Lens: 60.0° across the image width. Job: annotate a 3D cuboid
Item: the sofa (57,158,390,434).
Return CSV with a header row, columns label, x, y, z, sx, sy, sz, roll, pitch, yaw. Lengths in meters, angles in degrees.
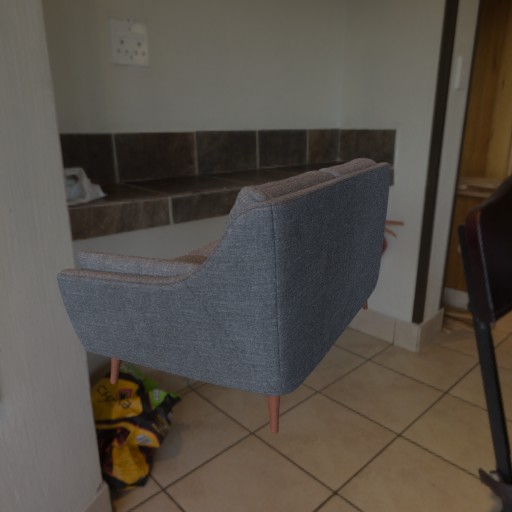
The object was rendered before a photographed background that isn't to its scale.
label,x,y,z,sx,sy,sz,roll,pitch,yaw
sofa,0.000,0.000,2.197,0.976,0.887,1.646,9,19,27
